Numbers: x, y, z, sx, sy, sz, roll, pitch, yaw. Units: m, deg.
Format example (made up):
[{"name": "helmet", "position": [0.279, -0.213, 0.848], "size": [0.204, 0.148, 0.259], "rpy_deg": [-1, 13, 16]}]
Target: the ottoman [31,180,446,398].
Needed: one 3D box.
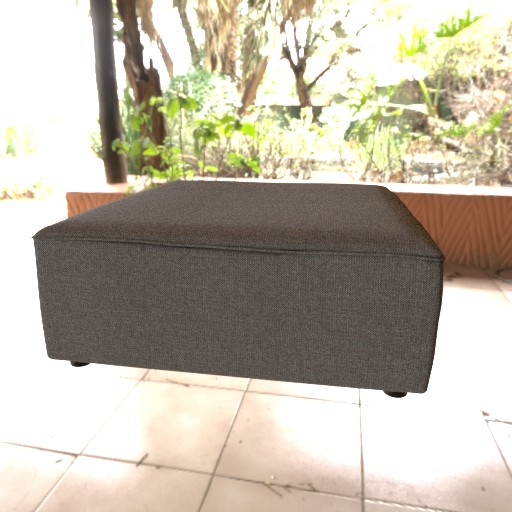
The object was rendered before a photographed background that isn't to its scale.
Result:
[{"name": "ottoman", "position": [0.000, 0.000, 1.546], "size": [1.023, 0.423, 1.017], "rpy_deg": [3, 17, 10]}]
